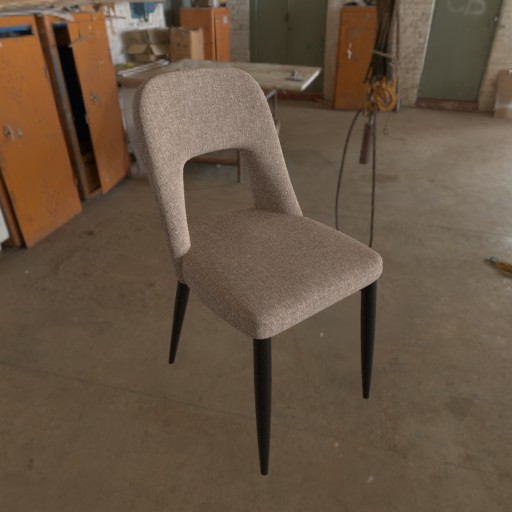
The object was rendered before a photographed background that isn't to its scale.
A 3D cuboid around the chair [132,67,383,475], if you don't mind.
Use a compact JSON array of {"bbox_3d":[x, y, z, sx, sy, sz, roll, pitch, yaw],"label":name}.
[{"bbox_3d":[0.000,0.000,1.258,0.470,0.931,0.612,-22,37,-32],"label":"chair"}]
